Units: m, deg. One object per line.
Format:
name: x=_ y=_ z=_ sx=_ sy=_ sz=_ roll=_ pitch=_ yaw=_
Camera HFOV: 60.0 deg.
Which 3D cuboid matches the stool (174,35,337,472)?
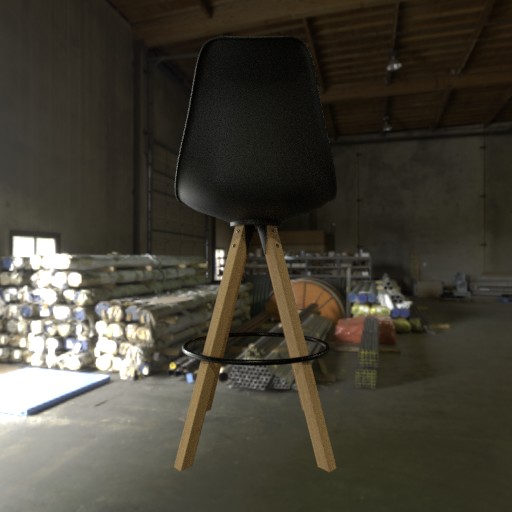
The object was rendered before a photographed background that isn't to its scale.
stool: x=0.000 y=0.000 z=1.376 sx=0.485 sy=1.115 sz=0.550 roll=0 pitch=0 yaw=1
